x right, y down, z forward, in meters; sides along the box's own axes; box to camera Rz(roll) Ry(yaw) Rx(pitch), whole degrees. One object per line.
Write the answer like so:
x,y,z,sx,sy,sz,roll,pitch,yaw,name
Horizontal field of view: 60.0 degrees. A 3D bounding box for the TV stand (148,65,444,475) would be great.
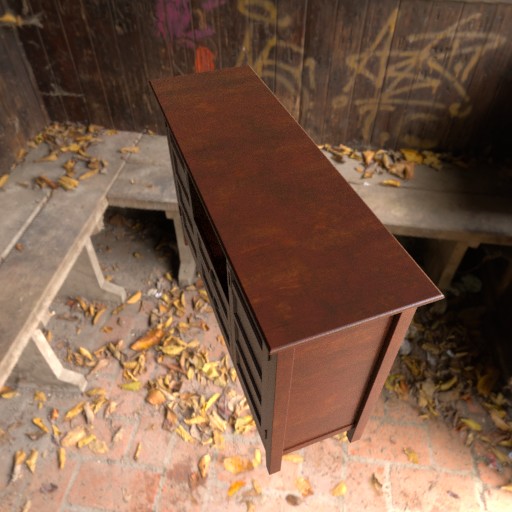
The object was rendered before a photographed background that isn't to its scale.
0.000,0.000,1.764,0.445,0.915,1.372,-15,48,-14,TV stand
